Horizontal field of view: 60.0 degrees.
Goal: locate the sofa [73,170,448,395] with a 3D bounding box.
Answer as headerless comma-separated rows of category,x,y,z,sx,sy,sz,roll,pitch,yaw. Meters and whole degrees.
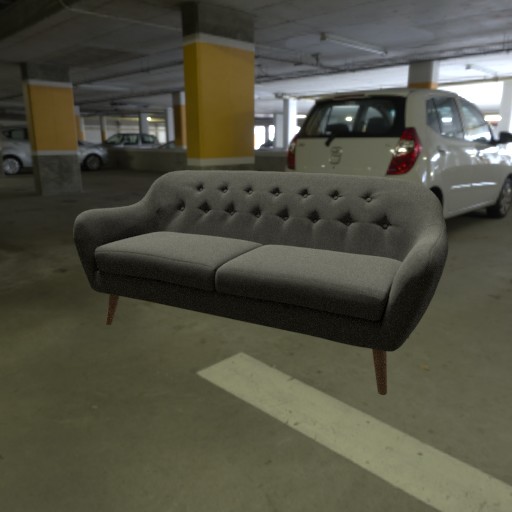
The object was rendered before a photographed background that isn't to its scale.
sofa,0.000,0.000,2.320,1.840,0.820,0.820,8,17,27
